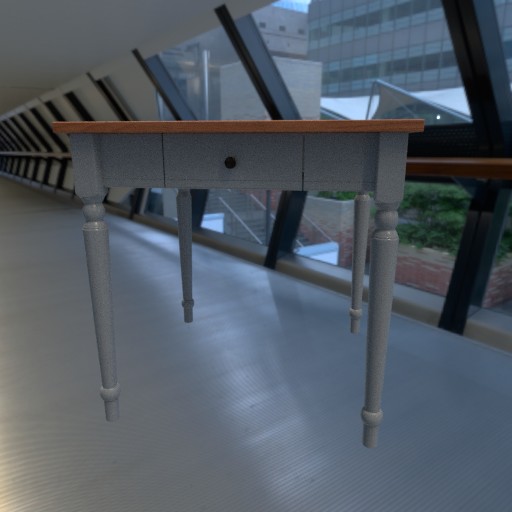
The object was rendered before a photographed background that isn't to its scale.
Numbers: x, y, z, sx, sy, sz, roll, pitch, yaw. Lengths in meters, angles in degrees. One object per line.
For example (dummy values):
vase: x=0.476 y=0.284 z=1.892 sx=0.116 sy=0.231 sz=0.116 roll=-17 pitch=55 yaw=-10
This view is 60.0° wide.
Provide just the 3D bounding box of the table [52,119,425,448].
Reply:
table: x=0.000 y=0.000 z=1.319 sx=0.747 sy=0.738 sz=0.747 roll=2 pitch=15 yaw=9
